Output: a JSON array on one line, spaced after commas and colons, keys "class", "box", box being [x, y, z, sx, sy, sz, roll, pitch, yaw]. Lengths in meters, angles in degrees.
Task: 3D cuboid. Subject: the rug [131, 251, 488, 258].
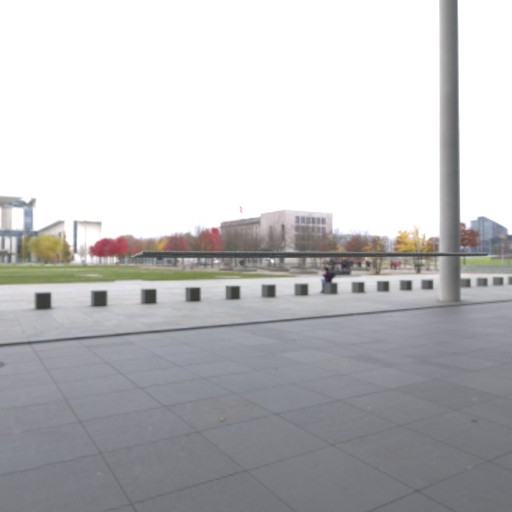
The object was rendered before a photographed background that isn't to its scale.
[{"class": "rug", "box": [0.000, 0.000, 2.872, 1.526, 0.014, 2.290, 0, -1, -17]}]
